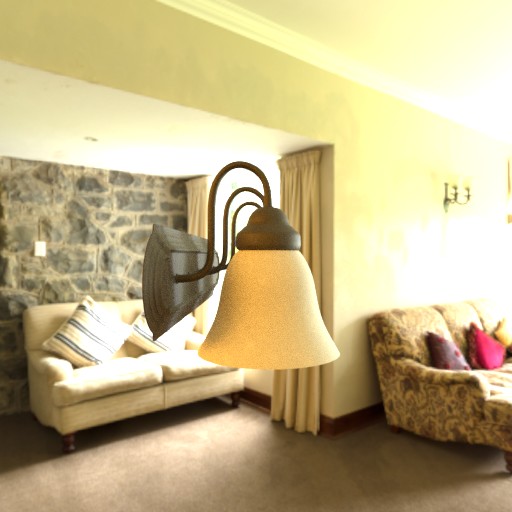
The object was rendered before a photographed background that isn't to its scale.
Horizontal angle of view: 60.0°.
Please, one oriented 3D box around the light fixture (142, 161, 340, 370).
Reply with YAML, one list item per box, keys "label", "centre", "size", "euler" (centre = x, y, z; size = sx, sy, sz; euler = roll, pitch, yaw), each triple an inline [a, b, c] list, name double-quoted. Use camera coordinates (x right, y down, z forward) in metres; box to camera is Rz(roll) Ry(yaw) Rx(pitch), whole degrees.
- label: "light fixture"
  centre: [0.000, 0.000, 0.709]
  size: [0.199, 0.222, 0.610]
  euler: [0, 0, 1]
